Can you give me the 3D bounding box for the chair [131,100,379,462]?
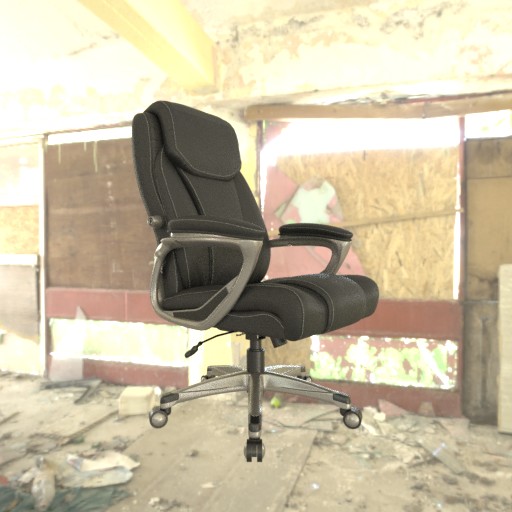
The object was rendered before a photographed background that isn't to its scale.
[{"bbox_3d":[0.000,0.000,1.633,0.784,1.167,0.741,1,2,36],"label":"chair"}]
